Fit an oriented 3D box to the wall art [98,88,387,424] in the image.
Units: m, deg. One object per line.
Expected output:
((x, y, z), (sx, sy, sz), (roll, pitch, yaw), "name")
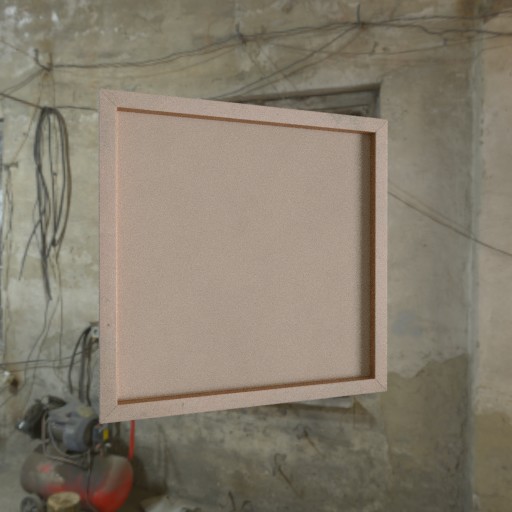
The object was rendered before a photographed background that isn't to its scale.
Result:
((0.000, 0.000, 1.140), (0.762, 0.762, 0.038), (0, 0, -18), "wall art")
